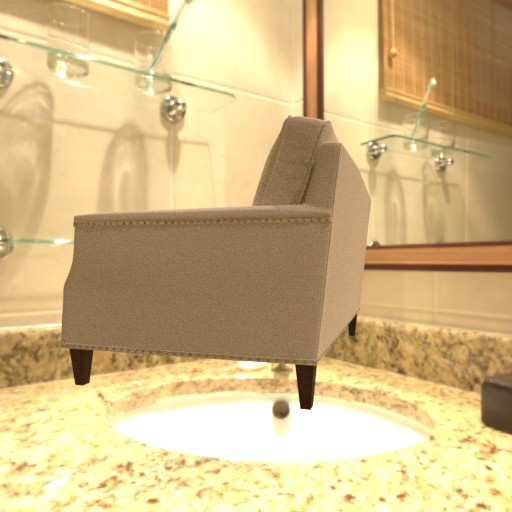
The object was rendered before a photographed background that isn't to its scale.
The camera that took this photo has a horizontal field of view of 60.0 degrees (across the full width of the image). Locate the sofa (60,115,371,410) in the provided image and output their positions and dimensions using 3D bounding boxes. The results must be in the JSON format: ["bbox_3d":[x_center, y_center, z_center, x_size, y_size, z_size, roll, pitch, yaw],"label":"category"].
[{"bbox_3d":[0.000,0.000,2.268,1.084,1.003,1.597,0,0,18],"label":"sofa"}]
